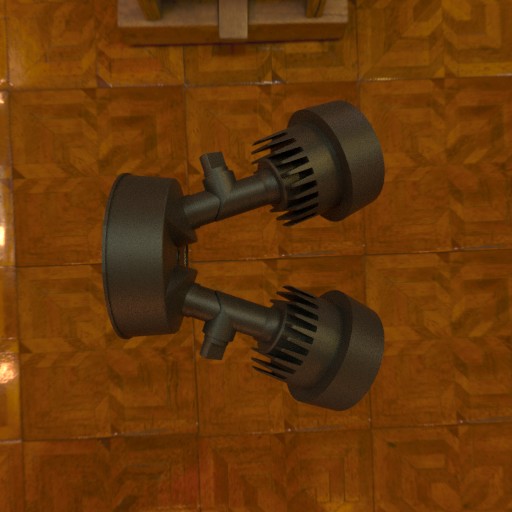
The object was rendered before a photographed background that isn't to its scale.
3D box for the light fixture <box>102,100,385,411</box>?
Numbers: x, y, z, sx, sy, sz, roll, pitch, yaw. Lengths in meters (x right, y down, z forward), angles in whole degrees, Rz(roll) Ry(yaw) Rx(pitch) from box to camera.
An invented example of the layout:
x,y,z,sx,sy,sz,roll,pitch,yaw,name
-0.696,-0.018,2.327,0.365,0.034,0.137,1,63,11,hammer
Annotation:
x,y,z,sx,sy,sz,roll,pitch,yaw,name
0.000,0.000,0.300,0.168,0.120,0.213,0,90,-1,light fixture
